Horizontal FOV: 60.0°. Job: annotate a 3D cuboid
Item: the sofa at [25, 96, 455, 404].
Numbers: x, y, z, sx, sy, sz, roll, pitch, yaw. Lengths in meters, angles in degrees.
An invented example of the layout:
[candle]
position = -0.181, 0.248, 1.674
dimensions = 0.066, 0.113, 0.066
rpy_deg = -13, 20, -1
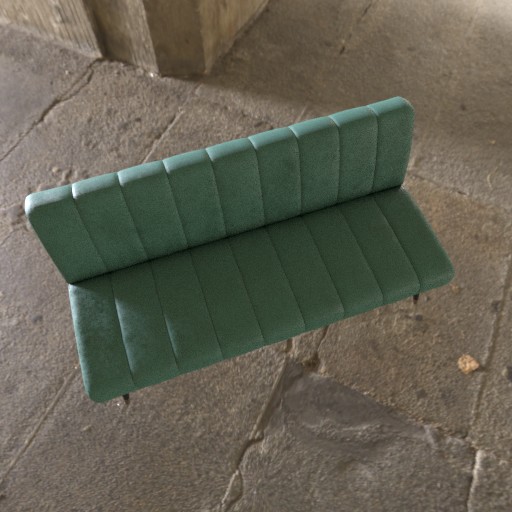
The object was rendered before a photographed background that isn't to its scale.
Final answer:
[sofa]
position = 0.000, 0.000, 2.173
dimensions = 1.810, 0.820, 0.830
rpy_deg = -17, 64, -9
